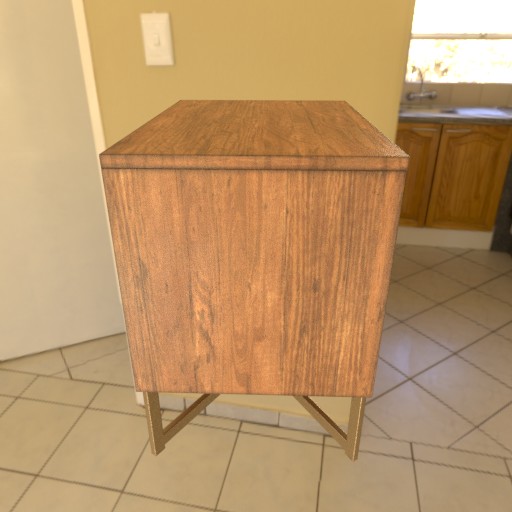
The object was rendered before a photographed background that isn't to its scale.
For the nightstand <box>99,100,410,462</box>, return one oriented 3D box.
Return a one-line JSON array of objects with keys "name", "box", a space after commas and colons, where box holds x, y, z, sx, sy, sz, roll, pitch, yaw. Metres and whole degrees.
[{"name": "nightstand", "box": [0.000, 0.000, 1.022, 0.446, 0.610, 0.610, 1, 26, 2]}]
